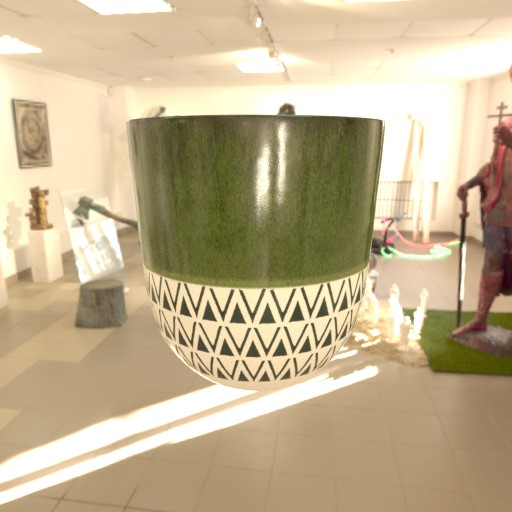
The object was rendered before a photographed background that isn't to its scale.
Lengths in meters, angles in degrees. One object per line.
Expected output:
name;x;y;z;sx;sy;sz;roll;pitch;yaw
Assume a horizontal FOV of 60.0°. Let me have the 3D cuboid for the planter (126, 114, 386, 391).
planter;0.000;0.000;0.468;0.245;0.270;0.245;0;14;0
